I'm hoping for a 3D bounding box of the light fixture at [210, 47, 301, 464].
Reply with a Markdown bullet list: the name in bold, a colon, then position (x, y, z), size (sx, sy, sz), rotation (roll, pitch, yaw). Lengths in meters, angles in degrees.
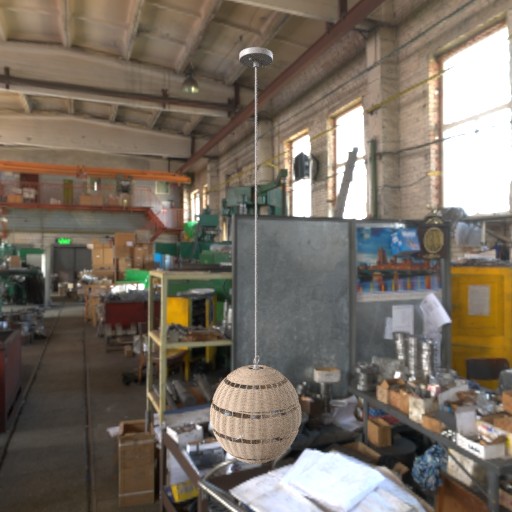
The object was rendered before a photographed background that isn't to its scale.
- **light fixture**: position (0.000, 0.000, 2.223), size (0.457, 2.019, 0.457), rotation (0, 0, 35)
